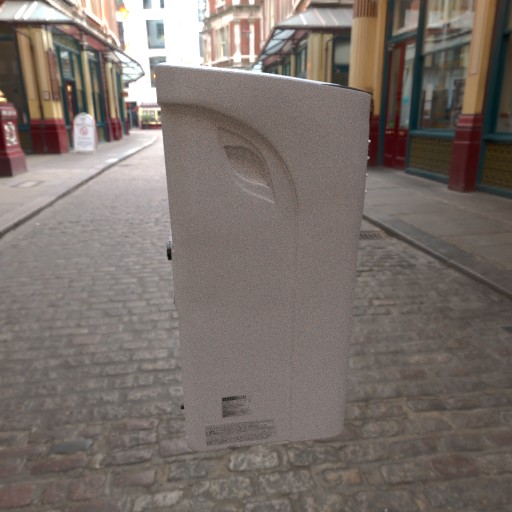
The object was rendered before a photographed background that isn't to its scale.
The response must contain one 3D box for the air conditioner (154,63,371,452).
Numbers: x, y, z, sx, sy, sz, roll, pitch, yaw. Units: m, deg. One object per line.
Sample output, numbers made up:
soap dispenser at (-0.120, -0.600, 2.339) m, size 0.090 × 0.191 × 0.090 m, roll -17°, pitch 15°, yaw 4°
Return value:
air conditioner at (0.000, 0.000, 0.923) m, size 0.369 × 0.716 × 0.352 m, roll -3°, pitch 17°, yaw -9°
